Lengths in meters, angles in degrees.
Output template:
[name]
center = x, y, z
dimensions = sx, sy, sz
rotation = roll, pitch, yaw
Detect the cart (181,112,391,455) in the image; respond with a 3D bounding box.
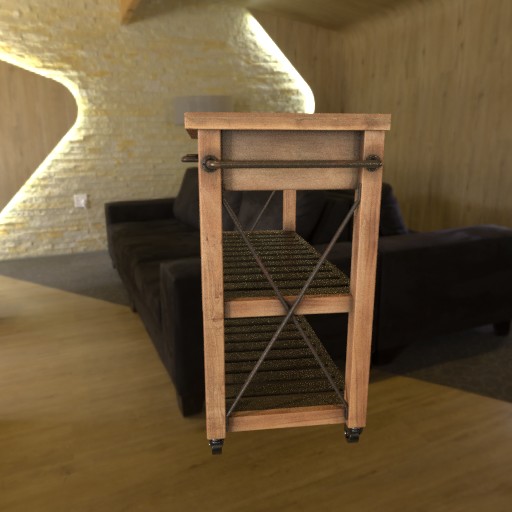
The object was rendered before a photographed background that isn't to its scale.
[cart]
center = 0.000, 0.000, 0.976
dimensions = 0.298, 0.554, 0.686
rotation = -2, 14, -7
